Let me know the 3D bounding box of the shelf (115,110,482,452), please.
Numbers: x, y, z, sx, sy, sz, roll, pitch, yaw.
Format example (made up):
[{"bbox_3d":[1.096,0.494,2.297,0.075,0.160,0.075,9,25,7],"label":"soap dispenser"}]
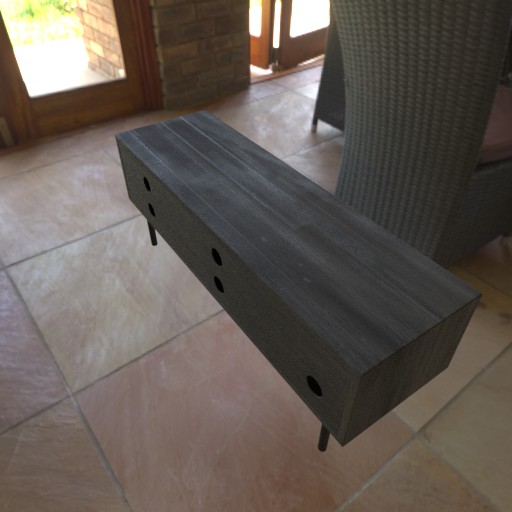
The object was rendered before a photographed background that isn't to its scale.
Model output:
[{"bbox_3d":[0.000,0.000,1.517,0.400,0.495,1.300,-24,46,-26],"label":"shelf"}]
